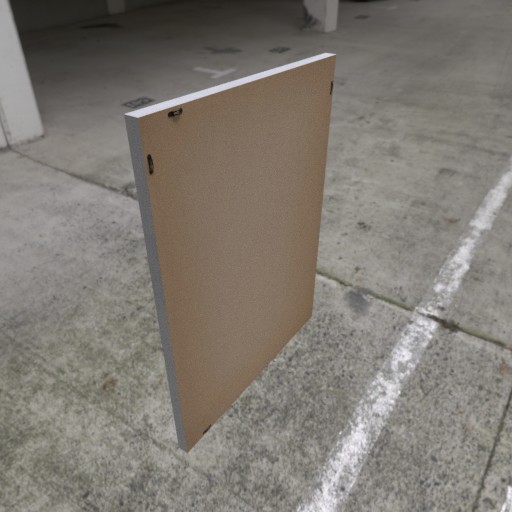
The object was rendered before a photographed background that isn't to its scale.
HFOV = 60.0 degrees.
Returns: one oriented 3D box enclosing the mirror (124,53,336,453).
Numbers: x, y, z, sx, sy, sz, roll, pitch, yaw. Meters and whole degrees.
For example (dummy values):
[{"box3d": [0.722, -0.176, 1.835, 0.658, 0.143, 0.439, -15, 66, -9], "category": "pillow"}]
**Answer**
[{"box3d": [0.000, 0.000, 1.328, 0.041, 1.016, 0.762, 22, 40, 29], "category": "mirror"}]
